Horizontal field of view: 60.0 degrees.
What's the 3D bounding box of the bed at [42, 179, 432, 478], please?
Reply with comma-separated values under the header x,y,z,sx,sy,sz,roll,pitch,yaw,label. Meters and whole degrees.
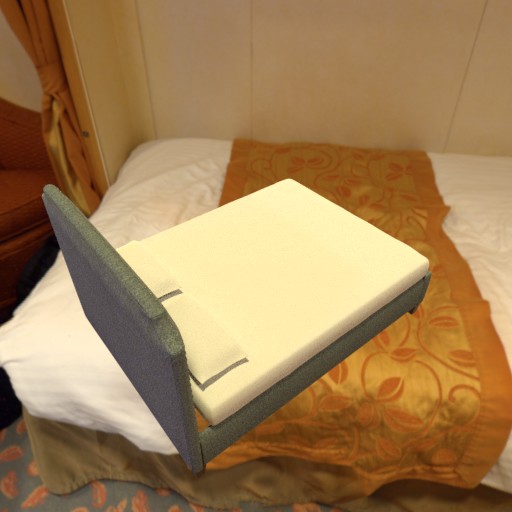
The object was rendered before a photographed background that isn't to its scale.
x,y,z,sx,sy,sz,roll,pitch,yaw,label
0.000,0.000,3.380,2.372,1.443,1.712,-27,47,-29,bed
